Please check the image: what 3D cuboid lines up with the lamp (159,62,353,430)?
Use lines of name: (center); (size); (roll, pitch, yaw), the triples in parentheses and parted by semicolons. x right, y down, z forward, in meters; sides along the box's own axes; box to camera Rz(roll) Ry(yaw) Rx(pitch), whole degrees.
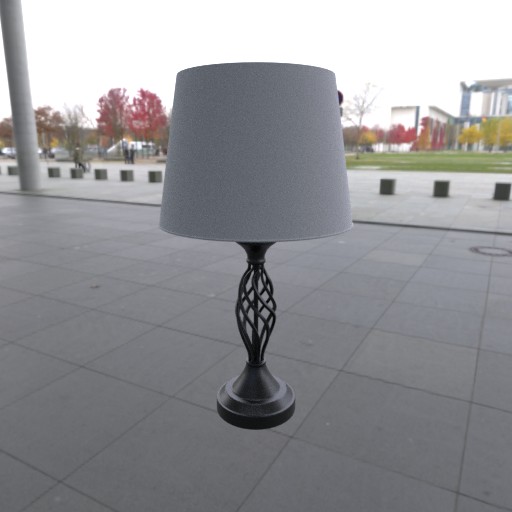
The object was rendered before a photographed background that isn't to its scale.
lamp: (0.000, 0.000, 0.783); (0.331, 0.594, 0.331); (0, 14, 0)
